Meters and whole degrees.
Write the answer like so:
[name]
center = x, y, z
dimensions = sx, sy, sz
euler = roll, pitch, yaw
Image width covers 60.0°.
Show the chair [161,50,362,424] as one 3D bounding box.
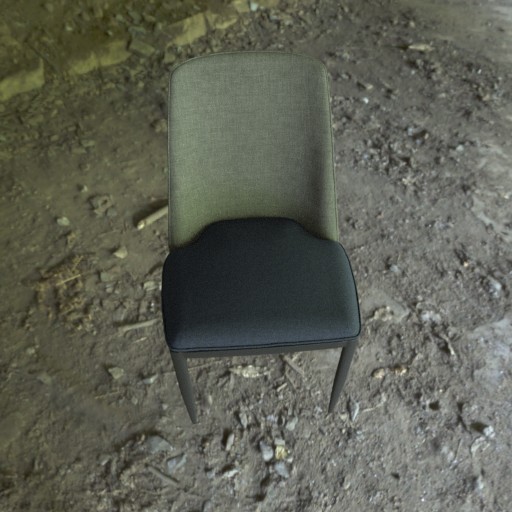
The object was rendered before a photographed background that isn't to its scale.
[chair]
center = 0.000, 0.000, 1.171
dimensions = 0.488, 0.855, 0.550
euler = -3, 47, -3
